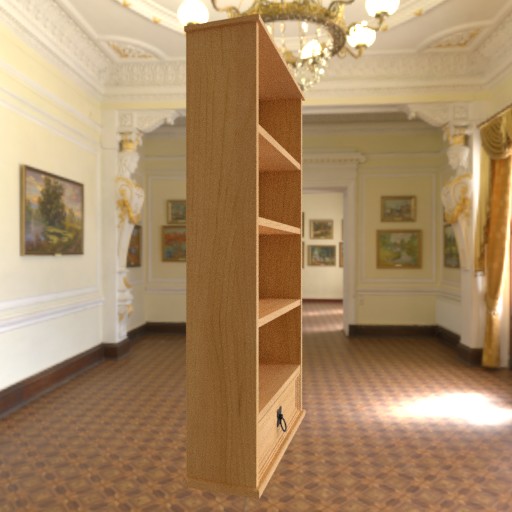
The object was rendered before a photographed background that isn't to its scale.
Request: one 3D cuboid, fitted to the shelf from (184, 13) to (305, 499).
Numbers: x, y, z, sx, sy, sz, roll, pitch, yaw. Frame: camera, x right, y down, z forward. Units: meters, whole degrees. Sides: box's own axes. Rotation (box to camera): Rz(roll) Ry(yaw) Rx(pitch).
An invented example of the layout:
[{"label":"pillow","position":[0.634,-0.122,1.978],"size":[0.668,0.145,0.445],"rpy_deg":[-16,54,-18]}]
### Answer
[{"label":"shelf","position":[0.000,0.000,1.209],"size":[0.175,1.030,0.520],"rpy_deg":[0,0,17]}]
